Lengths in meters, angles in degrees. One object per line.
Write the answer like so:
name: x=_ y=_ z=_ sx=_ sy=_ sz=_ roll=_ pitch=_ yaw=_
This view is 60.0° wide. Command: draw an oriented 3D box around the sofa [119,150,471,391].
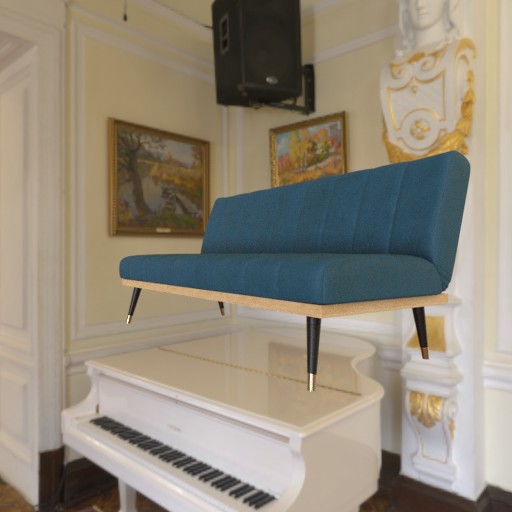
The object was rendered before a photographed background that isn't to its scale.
sofa: x=0.000 y=0.000 z=2.258 sx=0.830 sy=0.825 sz=1.810 roll=0 pitch=0 yaw=-36
